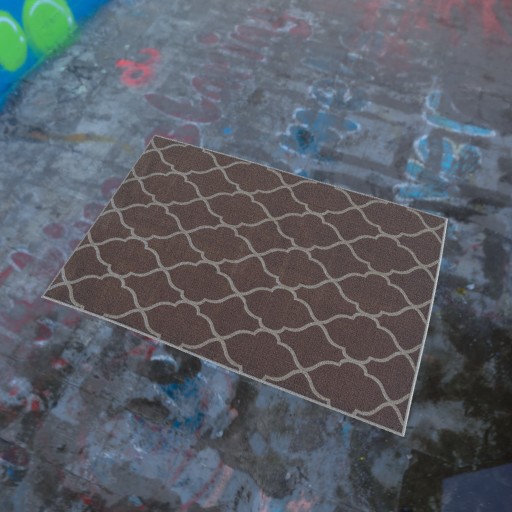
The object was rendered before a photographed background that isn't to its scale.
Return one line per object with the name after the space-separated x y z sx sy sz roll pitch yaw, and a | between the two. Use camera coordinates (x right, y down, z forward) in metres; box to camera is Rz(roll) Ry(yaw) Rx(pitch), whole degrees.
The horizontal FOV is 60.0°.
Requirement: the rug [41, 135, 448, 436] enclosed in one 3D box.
0.000 0.000 2.925 2.294 0.014 1.528 18 61 11 | rug
